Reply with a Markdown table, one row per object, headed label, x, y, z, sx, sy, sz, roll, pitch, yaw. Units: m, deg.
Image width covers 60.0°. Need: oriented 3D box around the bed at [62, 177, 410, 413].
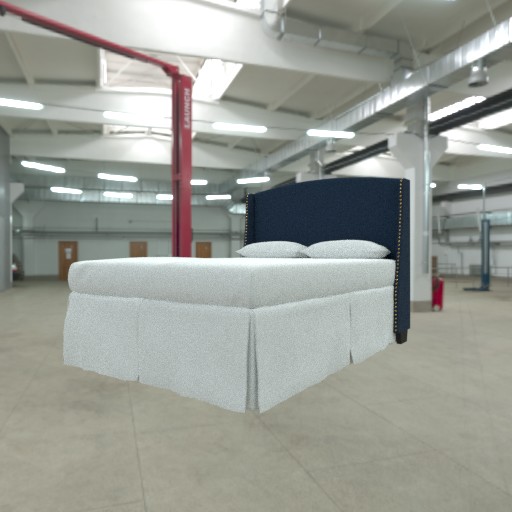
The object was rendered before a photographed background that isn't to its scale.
| label | x | y | z | sx | sy | sz | roll | pitch | yaw |
| --- | --- | --- | --- | --- | --- | --- | --- | --- | --- |
| bed | 0.000 | 0.000 | 3.277 | 1.604 | 1.402 | 2.223 | 0 | 1 | 36 |
